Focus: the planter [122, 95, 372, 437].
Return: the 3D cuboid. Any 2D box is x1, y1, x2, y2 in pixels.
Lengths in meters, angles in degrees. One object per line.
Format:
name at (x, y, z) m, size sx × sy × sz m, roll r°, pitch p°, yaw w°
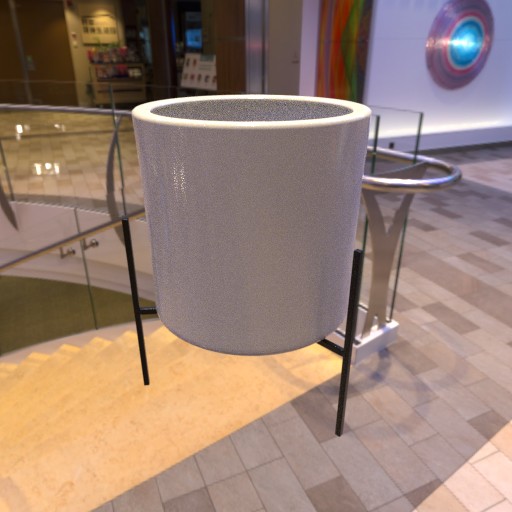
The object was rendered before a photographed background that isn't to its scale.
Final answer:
planter at (0.000, 0.000, 0.736) m, size 0.360 × 0.480 × 0.361 m, roll 9°, pitch 26°, yaw 18°
